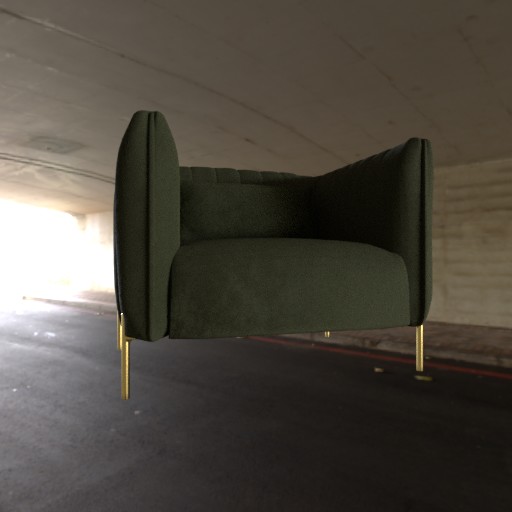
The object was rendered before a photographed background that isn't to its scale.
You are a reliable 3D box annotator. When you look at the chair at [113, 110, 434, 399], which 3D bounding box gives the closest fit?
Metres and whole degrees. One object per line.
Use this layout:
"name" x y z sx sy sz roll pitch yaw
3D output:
"chair" 0.000 0.000 1.690 1.032 0.794 0.877 0 0 -18
